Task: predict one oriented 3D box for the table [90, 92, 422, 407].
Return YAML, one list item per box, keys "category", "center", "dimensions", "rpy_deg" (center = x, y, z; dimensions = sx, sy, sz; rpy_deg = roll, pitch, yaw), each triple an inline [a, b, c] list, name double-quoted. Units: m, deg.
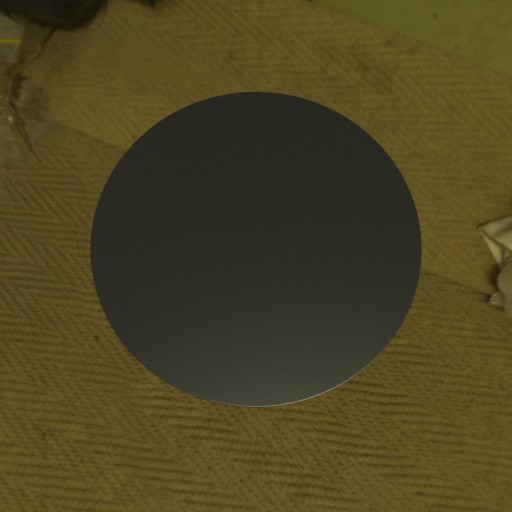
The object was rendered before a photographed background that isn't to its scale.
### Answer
- category: "table"
  center: [0.000, 0.000, 1.446]
  dimensions: [0.914, 0.457, 0.914]
  rpy_deg: [0, 74, 0]
